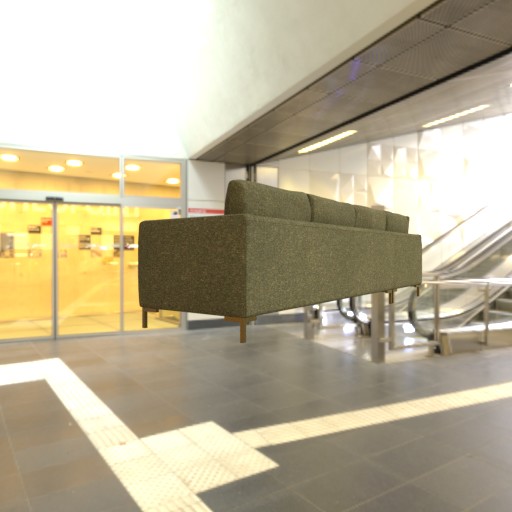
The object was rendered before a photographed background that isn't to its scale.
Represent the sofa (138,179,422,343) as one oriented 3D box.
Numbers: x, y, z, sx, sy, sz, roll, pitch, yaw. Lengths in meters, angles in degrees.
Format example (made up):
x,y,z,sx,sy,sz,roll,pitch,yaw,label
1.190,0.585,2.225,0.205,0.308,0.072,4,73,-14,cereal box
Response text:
x,y,z,sx,sy,sz,roll,pitch,yaw,label
0.000,0.000,3.847,2.007,0.815,2.949,0,0,36,sofa
